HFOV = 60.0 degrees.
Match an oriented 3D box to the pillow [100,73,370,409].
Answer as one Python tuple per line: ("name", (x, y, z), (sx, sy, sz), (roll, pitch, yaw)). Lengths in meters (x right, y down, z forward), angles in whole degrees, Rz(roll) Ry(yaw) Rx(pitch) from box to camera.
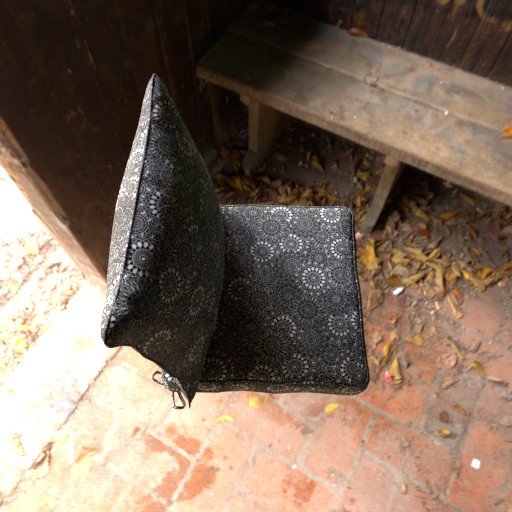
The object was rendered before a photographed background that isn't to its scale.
("pillow", (0.000, 0.000, 1.344), (0.740, 0.722, 0.798), (1, 62, 1))
